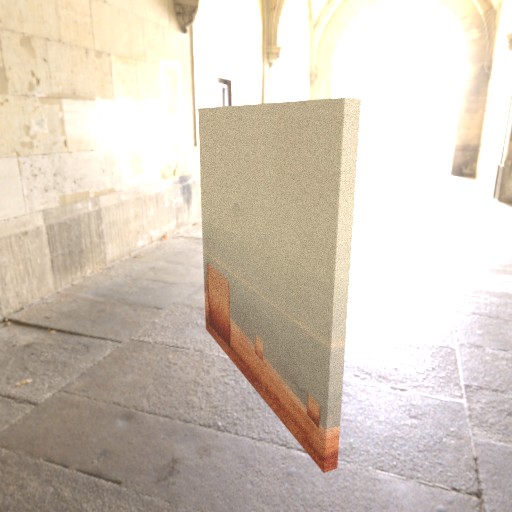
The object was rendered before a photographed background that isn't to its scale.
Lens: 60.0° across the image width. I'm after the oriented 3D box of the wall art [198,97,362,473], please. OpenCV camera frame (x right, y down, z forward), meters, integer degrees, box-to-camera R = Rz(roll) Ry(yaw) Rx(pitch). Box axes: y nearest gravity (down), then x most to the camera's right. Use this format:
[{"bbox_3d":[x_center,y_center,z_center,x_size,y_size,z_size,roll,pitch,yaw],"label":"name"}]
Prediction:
[{"bbox_3d":[0.000,0.000,1.174,0.042,0.760,0.760,-8,19,-24],"label":"wall art"}]
